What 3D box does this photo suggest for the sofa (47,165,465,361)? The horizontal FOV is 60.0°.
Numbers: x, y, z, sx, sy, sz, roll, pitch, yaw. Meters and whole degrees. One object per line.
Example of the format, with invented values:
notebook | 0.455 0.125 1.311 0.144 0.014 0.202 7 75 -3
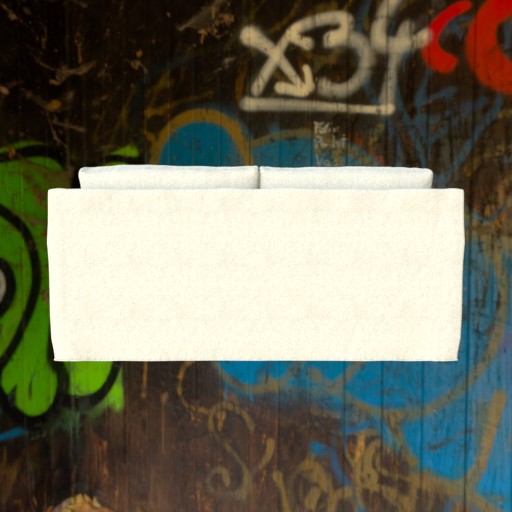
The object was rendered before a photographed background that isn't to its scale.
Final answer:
sofa | 0.000 0.000 2.261 1.727 0.830 0.944 0 2 0
